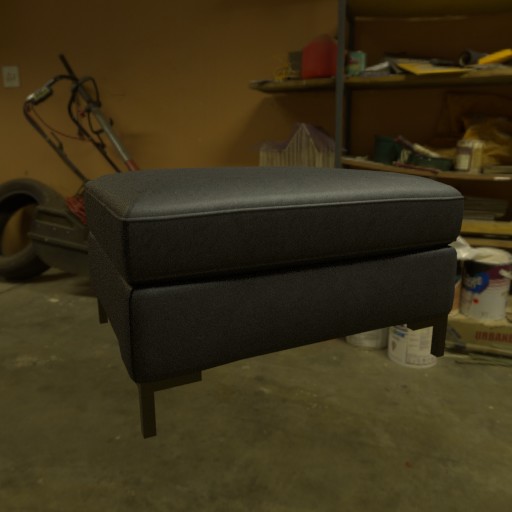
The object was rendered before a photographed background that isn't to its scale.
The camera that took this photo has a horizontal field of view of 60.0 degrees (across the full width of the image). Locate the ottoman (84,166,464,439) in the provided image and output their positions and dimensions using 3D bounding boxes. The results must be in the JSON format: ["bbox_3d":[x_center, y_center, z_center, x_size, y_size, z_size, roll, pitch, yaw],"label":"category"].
[{"bbox_3d":[0.000,0.000,1.769,1.187,0.696,0.967,-7,15,-25],"label":"ottoman"}]
